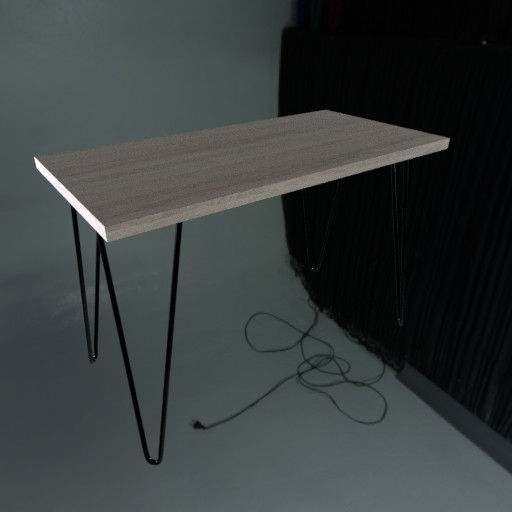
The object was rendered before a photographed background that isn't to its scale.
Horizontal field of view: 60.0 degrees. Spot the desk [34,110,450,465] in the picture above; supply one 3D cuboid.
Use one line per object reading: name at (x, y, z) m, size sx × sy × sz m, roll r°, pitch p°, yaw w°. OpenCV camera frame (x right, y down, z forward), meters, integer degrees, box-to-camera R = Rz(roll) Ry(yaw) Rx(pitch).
desk at (0.000, 0.000, 1.332) m, size 0.991 × 0.660 × 0.499 m, roll -20°, pitch 35°, yaw -31°
